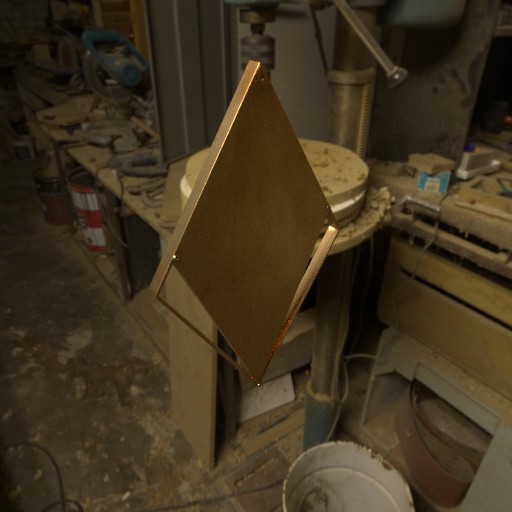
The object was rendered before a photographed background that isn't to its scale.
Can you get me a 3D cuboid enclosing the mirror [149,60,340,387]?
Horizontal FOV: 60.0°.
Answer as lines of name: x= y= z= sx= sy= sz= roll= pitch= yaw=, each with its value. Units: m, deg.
mirror: x=0.000 y=0.000 z=0.838 sx=0.419 sy=0.679 sz=0.032 roll=-20 pitch=36 yaw=-30
